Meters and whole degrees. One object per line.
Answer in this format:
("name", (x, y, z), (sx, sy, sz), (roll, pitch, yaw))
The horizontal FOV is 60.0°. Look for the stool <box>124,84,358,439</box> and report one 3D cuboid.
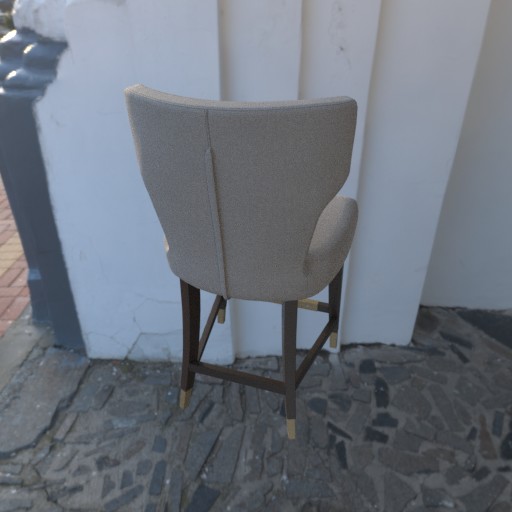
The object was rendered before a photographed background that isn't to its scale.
("stool", (0.000, 0.000, 1.306), (0.527, 0.982, 0.563), (10, 32, 16))
